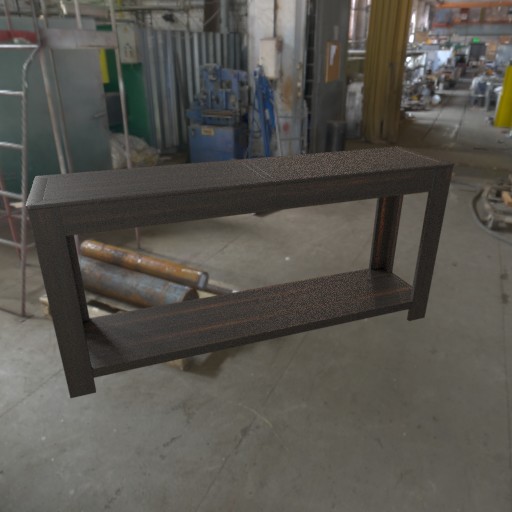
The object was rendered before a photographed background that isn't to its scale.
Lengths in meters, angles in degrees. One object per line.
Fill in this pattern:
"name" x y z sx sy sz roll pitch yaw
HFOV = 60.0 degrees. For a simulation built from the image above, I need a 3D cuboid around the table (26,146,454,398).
"table" 0.000 0.000 1.923 1.631 0.762 0.384 -9 26 -18
